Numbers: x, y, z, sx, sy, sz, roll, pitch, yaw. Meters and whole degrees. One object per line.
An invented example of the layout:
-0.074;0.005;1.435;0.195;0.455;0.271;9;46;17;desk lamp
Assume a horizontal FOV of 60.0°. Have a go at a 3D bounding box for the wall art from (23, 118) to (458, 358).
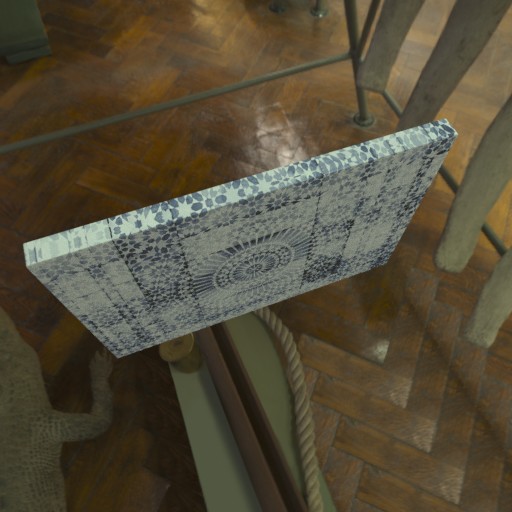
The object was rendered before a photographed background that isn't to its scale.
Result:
0.000;0.000;1.156;0.911;0.608;0.057;-18;63;-10;wall art
